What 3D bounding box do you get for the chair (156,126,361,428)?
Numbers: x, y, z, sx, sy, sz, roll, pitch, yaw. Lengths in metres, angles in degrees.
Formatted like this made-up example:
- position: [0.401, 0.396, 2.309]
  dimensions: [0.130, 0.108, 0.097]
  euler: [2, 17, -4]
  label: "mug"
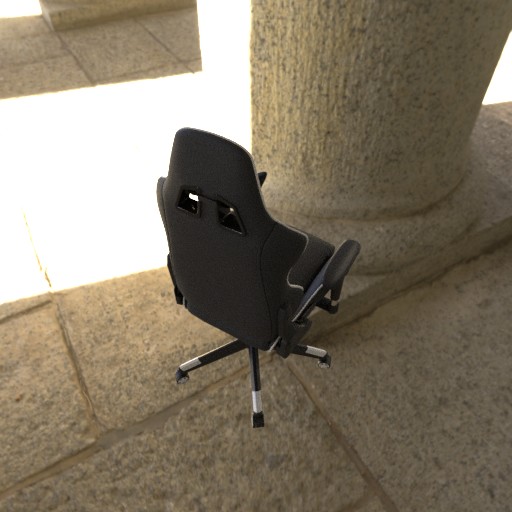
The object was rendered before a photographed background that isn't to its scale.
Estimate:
- position: [0.000, 0.000, 1.650]
  dimensions: [0.700, 1.240, 0.700]
  euler: [23, 51, 21]
  label: "chair"
